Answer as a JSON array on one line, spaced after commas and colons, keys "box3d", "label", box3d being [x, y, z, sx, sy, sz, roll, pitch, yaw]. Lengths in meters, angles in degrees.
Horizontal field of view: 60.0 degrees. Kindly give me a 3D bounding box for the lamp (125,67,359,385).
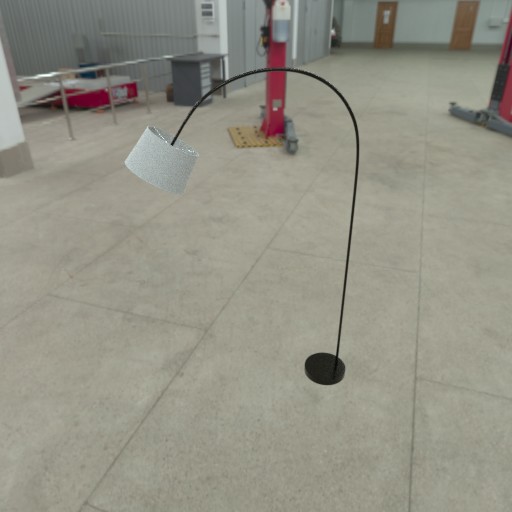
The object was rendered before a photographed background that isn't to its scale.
[{"box3d": [0.000, 0.000, 2.681, 1.363, 2.104, 0.331, -8, 29, -14], "label": "lamp"}]
